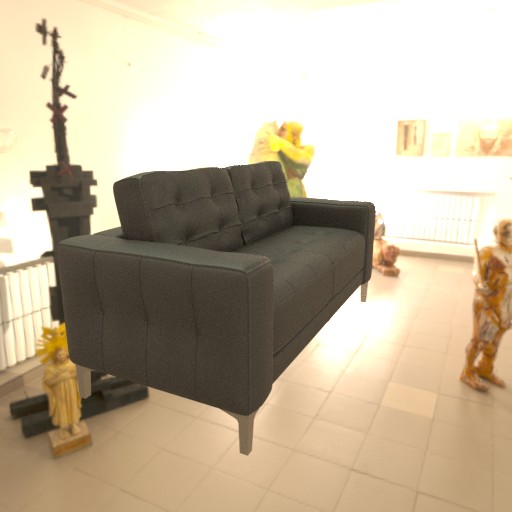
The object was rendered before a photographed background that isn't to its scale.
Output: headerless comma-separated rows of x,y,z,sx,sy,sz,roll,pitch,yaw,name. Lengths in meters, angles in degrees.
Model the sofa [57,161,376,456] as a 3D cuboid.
0.000,0.000,2.227,0.833,0.893,1.726,7,16,26,sofa
